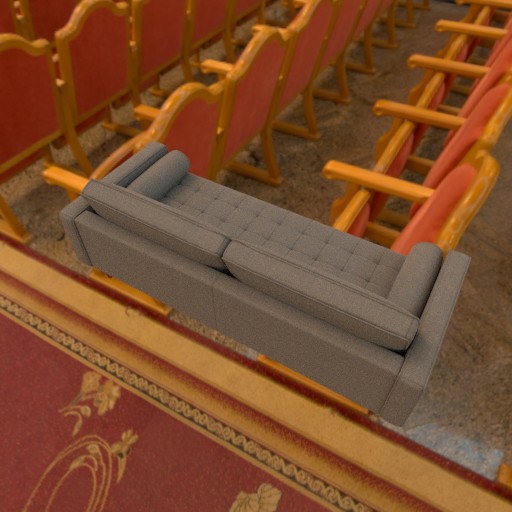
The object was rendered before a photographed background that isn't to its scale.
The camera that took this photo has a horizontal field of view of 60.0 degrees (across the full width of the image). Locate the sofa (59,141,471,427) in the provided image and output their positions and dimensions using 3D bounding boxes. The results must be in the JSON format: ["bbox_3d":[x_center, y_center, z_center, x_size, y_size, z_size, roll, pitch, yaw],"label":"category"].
[{"bbox_3d":[0.000,0.000,2.637,2.198,0.762,0.914,23,52,20],"label":"sofa"}]
